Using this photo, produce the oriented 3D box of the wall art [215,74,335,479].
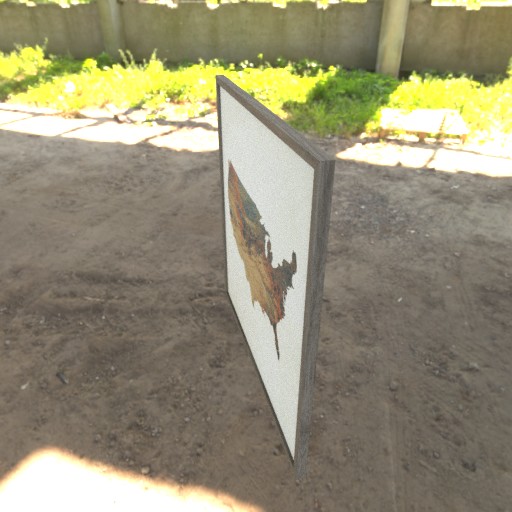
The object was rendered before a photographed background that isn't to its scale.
[{"bbox_3d":[0.000,0.000,0.762,0.016,0.507,0.508,-8,32,-13],"label":"wall art"}]
